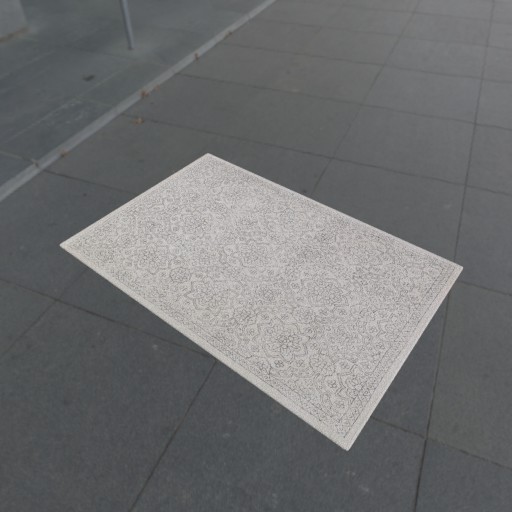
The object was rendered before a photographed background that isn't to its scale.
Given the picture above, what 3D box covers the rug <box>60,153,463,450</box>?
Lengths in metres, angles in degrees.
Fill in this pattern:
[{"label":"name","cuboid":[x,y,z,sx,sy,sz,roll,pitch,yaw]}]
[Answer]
[{"label":"rug","cuboid":[0.000,0.000,3.000,2.286,0.011,1.524,29,51,26]}]
